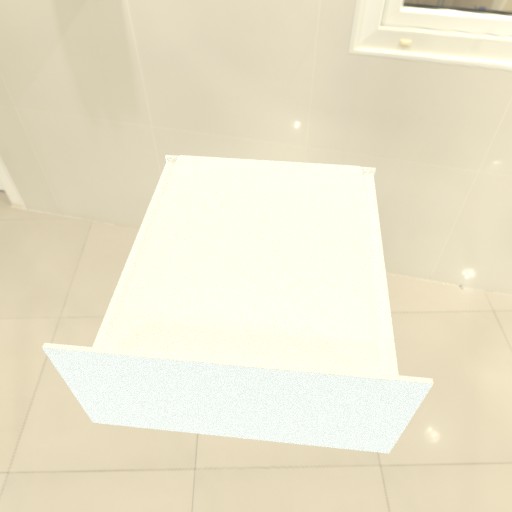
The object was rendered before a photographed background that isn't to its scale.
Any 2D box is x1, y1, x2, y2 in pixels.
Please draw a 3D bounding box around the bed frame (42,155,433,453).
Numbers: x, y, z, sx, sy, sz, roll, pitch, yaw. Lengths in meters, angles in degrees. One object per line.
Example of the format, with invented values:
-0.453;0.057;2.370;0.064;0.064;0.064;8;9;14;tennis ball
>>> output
0.000;0.000;2.774;1.622;0.800;1.960;4;48;4;bed frame
